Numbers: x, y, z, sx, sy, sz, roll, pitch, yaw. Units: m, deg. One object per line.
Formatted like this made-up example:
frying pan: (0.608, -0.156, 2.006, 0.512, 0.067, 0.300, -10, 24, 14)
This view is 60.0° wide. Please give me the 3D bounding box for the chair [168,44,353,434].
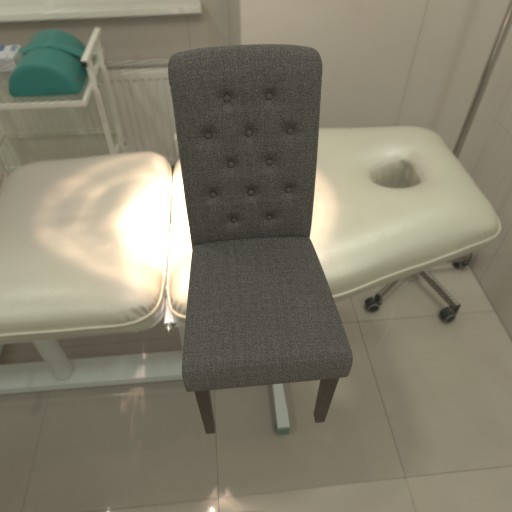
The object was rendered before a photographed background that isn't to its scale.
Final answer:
chair: (0.000, 0.000, 1.336, 0.456, 1.006, 0.671, -4, 47, -4)
